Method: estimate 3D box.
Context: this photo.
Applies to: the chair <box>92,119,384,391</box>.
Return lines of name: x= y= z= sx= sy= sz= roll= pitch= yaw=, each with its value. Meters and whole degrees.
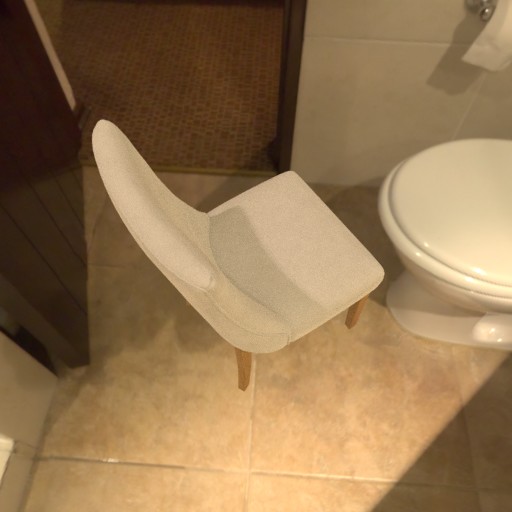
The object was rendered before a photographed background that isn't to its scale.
chair: x=0.000 y=0.000 z=1.278 sx=0.610 sy=0.902 sz=0.495 roll=-29 pitch=63 yaw=-17
